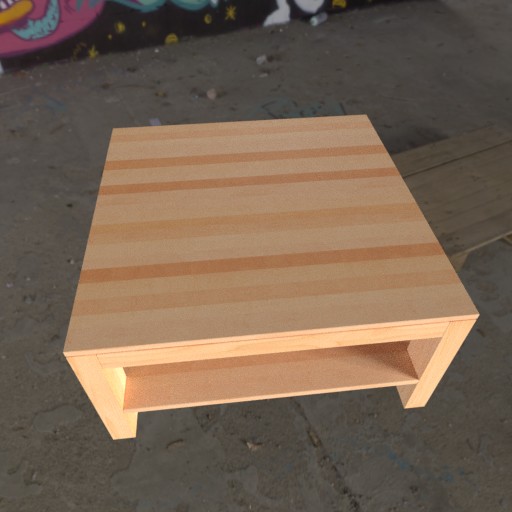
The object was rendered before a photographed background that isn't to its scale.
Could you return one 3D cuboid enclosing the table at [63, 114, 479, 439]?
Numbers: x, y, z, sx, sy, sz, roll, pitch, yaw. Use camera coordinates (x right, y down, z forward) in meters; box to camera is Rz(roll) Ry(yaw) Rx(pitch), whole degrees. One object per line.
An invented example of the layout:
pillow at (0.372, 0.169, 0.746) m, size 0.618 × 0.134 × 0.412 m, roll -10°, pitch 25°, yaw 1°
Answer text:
table at (0.000, 0.000, 1.421) m, size 0.900 × 0.450 × 0.900 m, roll -4°, pitch 46°, yaw -4°
